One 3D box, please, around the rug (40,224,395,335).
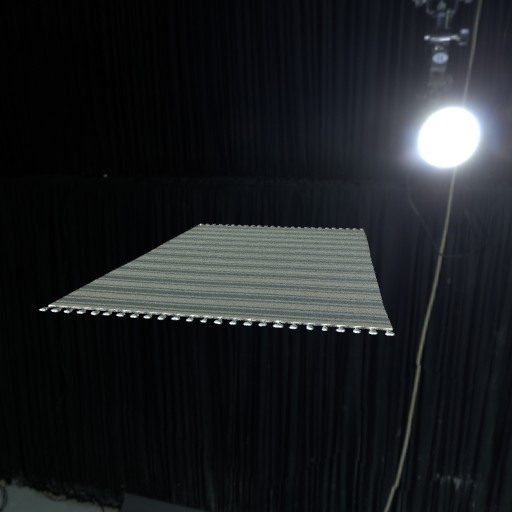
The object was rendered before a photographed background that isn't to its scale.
[{"bbox_3d":[0.000,0.000,3.002,1.539,0.011,2.410,2,14,10],"label":"rug"}]
